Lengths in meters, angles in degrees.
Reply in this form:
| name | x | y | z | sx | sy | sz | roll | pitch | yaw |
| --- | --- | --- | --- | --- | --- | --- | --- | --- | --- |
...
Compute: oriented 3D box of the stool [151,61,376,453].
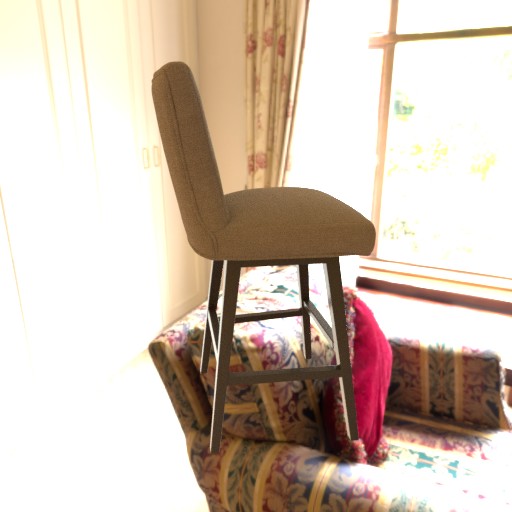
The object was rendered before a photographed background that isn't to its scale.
| name | x | y | z | sx | sy | sz | roll | pitch | yaw |
| --- | --- | --- | --- | --- | --- | --- | --- | --- | --- |
| stool | 0.000 | 0.000 | 1.406 | 0.574 | 1.086 | 0.514 | -3 | 19 | -10 |
